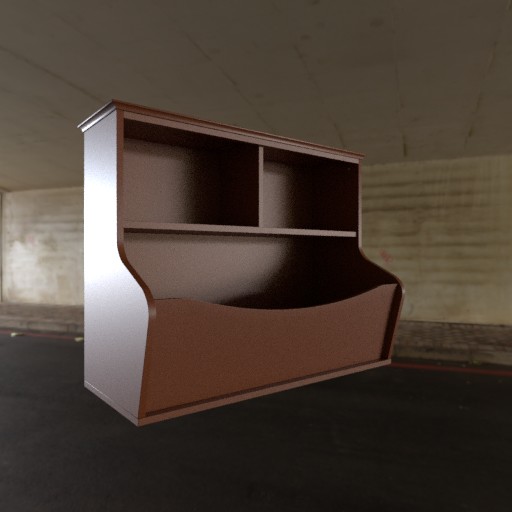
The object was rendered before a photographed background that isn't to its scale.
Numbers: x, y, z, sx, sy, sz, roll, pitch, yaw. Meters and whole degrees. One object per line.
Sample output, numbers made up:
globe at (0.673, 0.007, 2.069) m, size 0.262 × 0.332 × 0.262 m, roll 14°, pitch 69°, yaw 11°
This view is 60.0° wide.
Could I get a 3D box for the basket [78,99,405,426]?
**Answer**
basket at (0.000, 0.000, 1.159) m, size 0.792 × 0.625 × 0.376 m, roll 0°, pitch 0°, yaw -38°
